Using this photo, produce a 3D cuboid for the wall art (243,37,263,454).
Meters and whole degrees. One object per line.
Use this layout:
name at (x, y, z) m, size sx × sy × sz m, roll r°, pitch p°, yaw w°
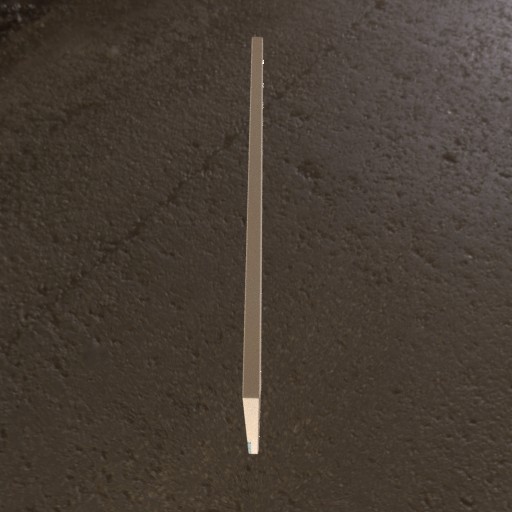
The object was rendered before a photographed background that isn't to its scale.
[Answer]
wall art at (0.000, 0.000, 1.613) m, size 0.042 × 0.912 × 1.219 m, roll 1°, pitch 59°, yaw 0°
